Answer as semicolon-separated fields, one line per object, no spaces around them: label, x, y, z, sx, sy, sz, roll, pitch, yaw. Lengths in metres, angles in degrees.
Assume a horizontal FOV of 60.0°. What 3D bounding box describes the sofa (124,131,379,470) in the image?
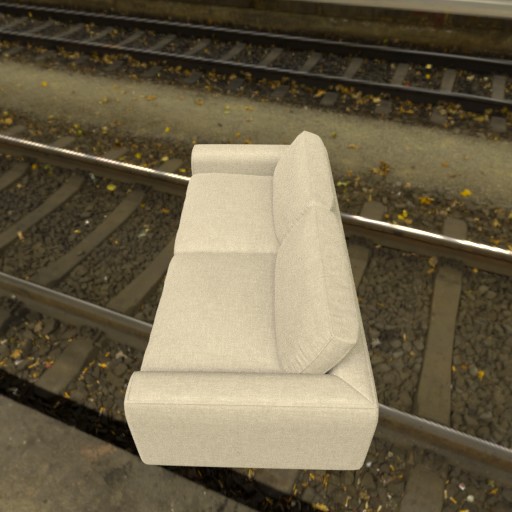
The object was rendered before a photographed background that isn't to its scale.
sofa;0.000;0.000;2.703;1.070;0.801;2.262;1;41;1
